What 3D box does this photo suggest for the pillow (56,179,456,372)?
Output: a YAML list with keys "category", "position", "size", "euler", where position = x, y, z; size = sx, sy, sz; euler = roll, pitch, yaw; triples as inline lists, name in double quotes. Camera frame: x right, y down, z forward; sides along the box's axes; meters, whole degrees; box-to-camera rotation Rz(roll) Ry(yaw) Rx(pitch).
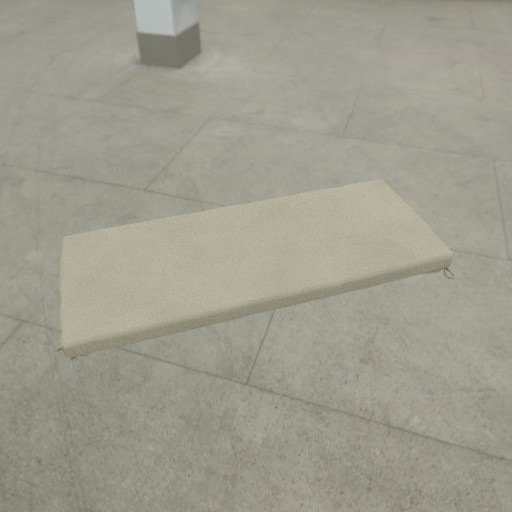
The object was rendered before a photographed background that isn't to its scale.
- category: "pillow"
  position: [0.000, 0.000, 1.380]
  size: [1.187, 0.081, 0.492]
  euler: [-12, 43, -13]
